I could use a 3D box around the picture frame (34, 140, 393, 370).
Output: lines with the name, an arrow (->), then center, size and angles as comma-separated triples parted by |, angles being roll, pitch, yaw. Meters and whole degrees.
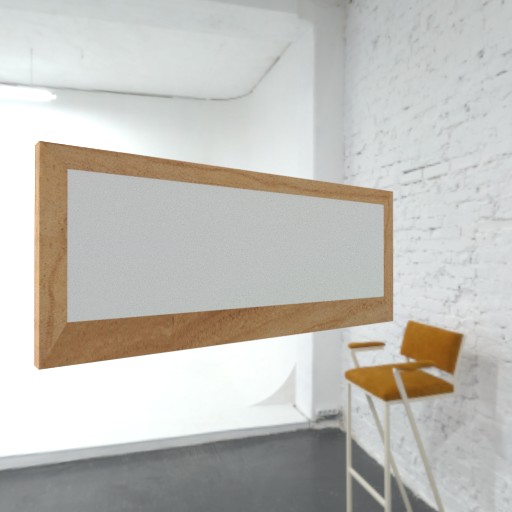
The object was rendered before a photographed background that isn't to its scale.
picture frame -> 0.000, 0.000, 0.642 | 0.582, 0.234, 0.045 | 0, 0, -37
